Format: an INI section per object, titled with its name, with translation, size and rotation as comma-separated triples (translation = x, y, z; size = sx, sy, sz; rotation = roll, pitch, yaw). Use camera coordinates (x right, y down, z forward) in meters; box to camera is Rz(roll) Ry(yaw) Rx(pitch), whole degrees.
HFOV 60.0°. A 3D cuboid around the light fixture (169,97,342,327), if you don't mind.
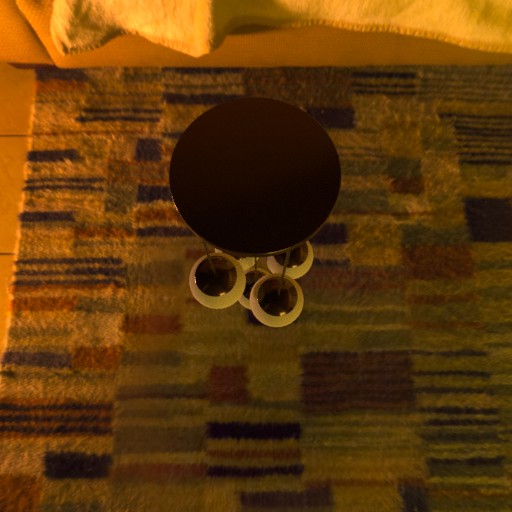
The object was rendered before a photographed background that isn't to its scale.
[light fixture]
translation = 0.000, 0.000, 1.498
size = 0.489, 1.271, 0.484
rotation = -20, 75, -5
